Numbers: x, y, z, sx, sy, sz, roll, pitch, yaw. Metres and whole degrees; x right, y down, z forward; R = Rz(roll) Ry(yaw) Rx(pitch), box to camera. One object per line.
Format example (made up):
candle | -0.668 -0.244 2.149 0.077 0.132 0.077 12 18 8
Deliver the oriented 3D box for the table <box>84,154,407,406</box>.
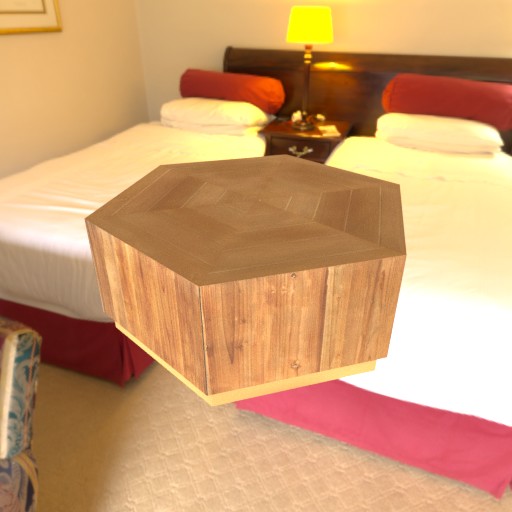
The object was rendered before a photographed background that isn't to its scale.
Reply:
table | 0.000 0.000 1.682 1.154 0.456 1.000 -8 30 -14
